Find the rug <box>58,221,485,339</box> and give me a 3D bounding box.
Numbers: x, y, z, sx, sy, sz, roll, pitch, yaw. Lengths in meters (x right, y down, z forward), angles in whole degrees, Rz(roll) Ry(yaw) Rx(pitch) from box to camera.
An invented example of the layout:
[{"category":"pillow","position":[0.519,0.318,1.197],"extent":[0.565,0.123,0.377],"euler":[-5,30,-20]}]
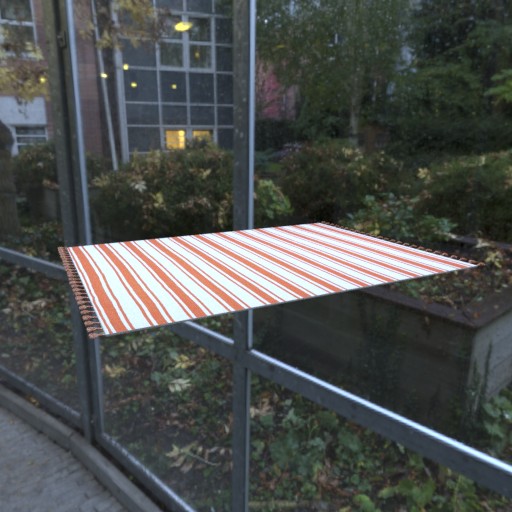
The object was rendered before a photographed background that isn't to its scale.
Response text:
[{"category":"rug","position":[0.000,0.000,4.278],"extent":[3.369,0.035,2.451],"euler":[-7,16,-26]}]
